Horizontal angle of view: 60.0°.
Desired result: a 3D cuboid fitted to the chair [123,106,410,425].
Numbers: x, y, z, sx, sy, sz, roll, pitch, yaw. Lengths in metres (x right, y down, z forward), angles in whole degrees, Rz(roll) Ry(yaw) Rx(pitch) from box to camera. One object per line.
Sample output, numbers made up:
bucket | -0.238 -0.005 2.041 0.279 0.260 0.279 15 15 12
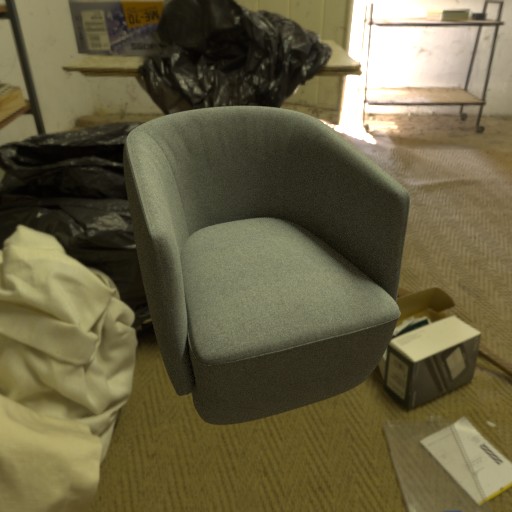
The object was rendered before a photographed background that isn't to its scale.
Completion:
chair | 0.000 0.000 1.630 0.822 0.861 0.986 -11 34 -17
